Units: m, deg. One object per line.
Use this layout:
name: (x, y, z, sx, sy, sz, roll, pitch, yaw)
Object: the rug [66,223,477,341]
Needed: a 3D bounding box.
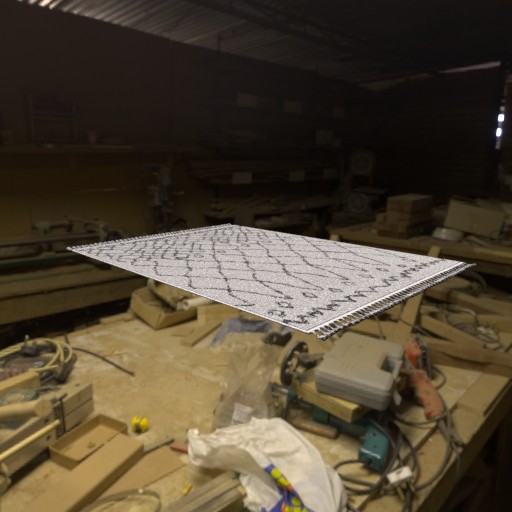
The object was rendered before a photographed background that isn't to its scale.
rug: (0.000, 0.000, 3.008, 2.312, 0.017, 1.613, 13, 18, 43)
